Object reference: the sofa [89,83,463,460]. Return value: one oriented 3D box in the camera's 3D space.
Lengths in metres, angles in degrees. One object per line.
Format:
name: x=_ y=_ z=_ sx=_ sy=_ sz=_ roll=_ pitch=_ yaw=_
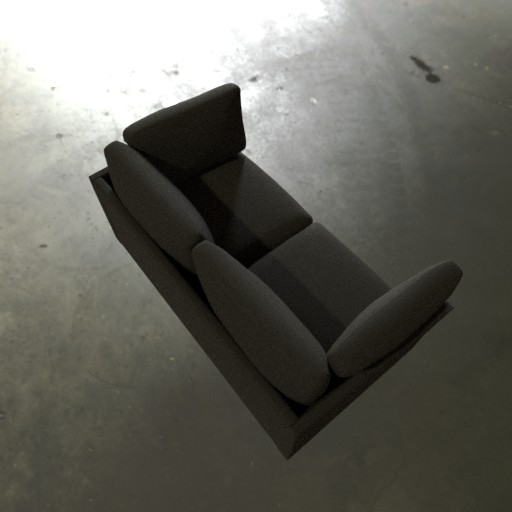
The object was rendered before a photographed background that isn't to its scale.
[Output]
sofa: x=0.000 y=0.000 z=2.385 sx=0.969 sy=0.920 sz=1.751 roll=-34 pitch=63 yaw=-20
